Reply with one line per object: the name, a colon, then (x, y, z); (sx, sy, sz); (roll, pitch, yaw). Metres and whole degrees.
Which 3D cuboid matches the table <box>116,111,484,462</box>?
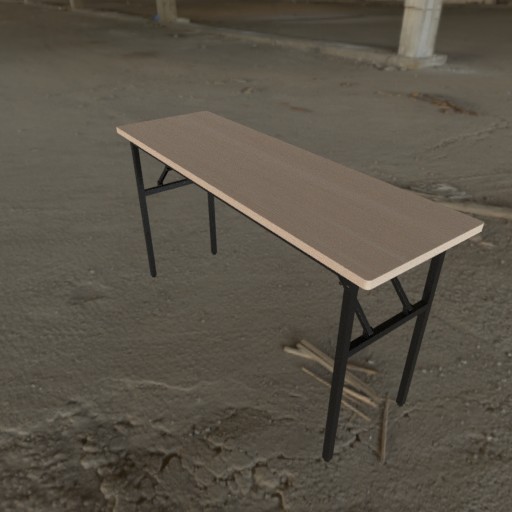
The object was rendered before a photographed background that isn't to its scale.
table: (0.000, 0.000, 1.709); (0.447, 0.750, 1.397); (-21, 38, -30)
